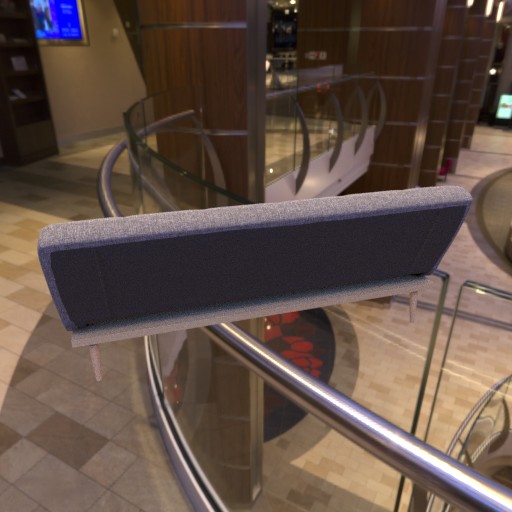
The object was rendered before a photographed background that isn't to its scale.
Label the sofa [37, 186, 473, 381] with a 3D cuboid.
[{"bbox_3d":[0.000,0.000,2.229,1.820,0.770,0.820,-7,27,-15],"label":"sofa"}]
